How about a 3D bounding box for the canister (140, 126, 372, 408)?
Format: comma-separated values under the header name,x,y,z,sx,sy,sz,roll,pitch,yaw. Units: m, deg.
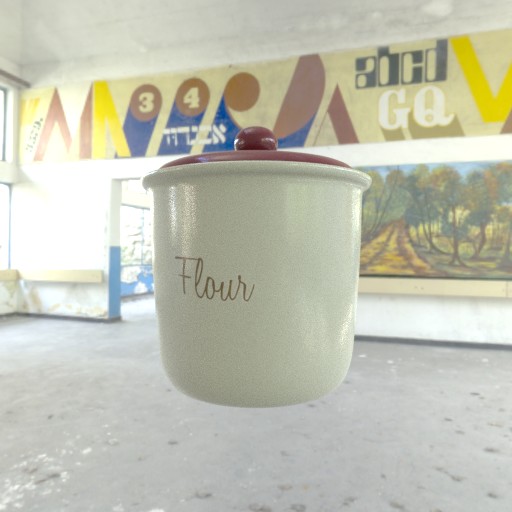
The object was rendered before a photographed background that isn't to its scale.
name,x,y,z,sx,sy,sz,roll,pitch,yaw
canister,0.000,0.000,0.360,0.182,0.208,0.182,0,1,0
